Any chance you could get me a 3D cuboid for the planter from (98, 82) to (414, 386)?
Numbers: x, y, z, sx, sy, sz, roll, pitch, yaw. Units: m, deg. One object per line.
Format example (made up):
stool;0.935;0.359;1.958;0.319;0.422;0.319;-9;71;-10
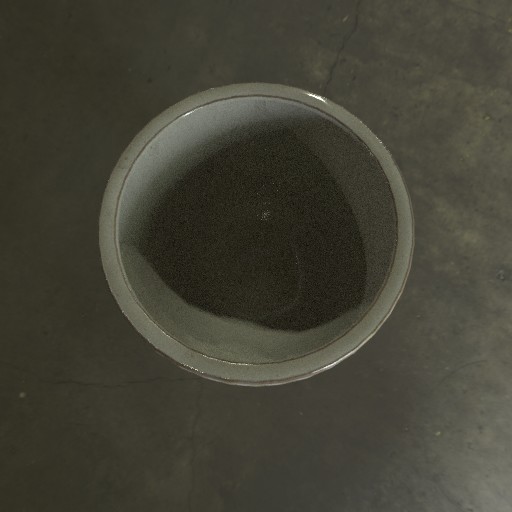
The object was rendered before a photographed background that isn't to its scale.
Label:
planter;0.000;0.000;0.253;0.139;0.130;0.139;0;76;0
